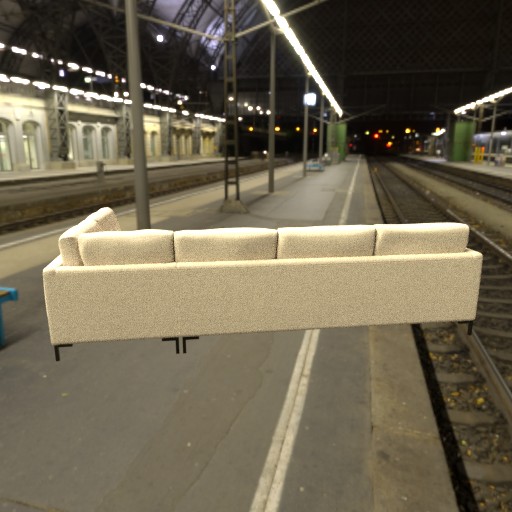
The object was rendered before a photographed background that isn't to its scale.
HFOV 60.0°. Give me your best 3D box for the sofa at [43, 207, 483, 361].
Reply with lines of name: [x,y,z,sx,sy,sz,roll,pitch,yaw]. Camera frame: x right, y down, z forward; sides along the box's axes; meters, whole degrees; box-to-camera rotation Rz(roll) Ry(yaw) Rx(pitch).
sofa: [0.000,0.000,3.862,2.949,0.815,2.007,-2,14,-8]
